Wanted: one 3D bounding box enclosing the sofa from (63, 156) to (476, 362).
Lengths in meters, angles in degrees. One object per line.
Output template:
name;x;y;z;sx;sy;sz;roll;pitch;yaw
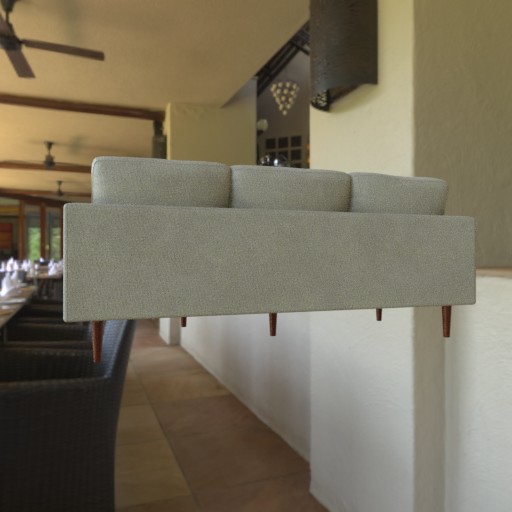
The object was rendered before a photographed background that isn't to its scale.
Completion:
sofa;0.000;0.000;2.941;2.233;0.956;1.504;0;0;-18
